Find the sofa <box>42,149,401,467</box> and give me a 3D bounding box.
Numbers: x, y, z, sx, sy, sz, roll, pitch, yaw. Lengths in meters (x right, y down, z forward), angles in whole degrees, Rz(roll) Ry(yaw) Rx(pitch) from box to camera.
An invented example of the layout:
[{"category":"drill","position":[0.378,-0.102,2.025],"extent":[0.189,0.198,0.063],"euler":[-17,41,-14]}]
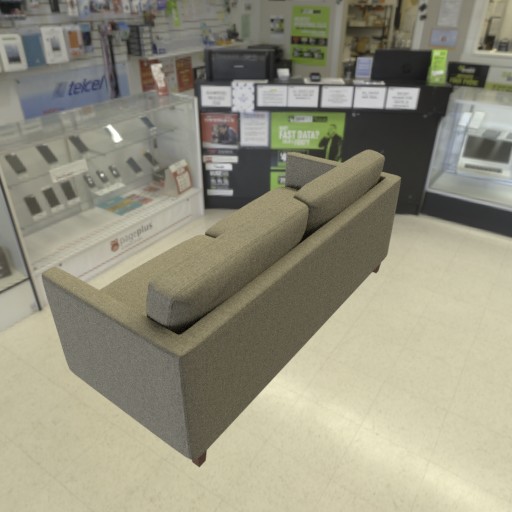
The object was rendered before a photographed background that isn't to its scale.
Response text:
[{"category":"sofa","position":[0.000,0.000,2.722],"extent":[0.956,0.960,2.208],"euler":[21,38,30]}]
